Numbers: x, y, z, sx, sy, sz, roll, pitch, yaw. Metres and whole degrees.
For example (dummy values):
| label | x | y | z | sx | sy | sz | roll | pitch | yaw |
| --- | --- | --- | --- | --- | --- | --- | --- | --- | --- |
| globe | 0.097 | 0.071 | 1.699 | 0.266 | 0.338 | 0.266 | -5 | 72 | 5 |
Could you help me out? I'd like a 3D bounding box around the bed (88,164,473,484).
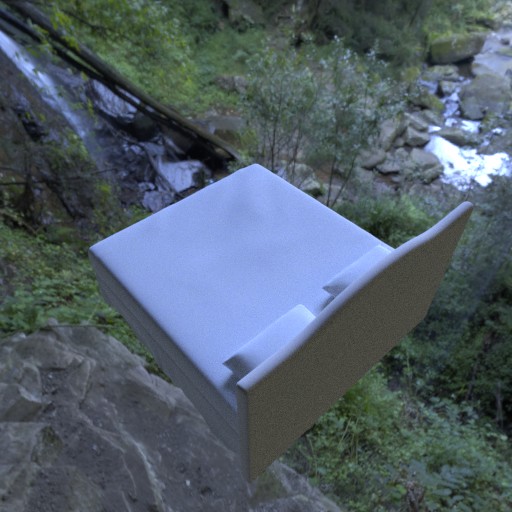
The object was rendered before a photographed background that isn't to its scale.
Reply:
| label | x | y | z | sx | sy | sz | roll | pitch | yaw |
| --- | --- | --- | --- | --- | --- | --- | --- | --- | --- |
| bed | 0.000 | 0.000 | 3.524 | 2.083 | 1.421 | 2.182 | -33 | 54 | -28 |
